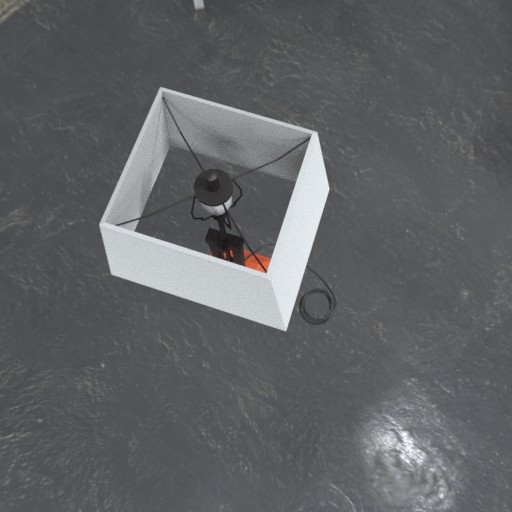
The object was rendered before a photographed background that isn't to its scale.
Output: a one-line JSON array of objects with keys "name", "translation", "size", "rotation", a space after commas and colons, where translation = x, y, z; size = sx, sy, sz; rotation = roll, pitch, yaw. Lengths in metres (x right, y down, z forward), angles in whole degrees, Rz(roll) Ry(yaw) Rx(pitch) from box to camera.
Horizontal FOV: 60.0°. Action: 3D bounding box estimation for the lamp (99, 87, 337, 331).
[{"name": "lamp", "translation": [0.000, 0.000, 0.997], "size": [0.498, 0.737, 0.310], "rotation": [18, 75, 5]}]
